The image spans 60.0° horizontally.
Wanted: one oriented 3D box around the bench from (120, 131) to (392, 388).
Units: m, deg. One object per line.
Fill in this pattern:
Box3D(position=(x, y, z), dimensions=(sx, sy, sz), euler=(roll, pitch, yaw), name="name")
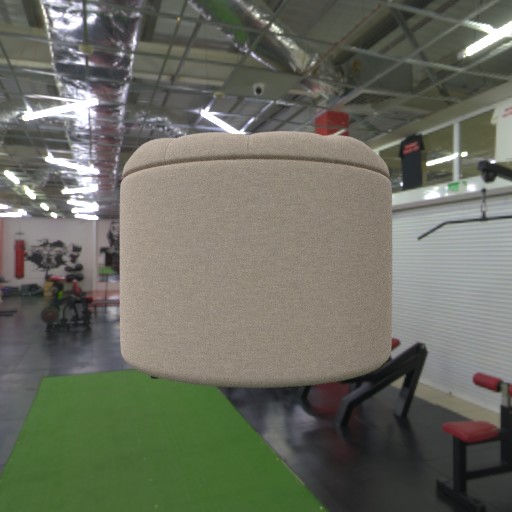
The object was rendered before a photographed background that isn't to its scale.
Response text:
Box3D(position=(0.000, 0.000, 1.021), dimensions=(0.600, 0.454, 0.600), euler=(0, 0, 0), name="bench")
